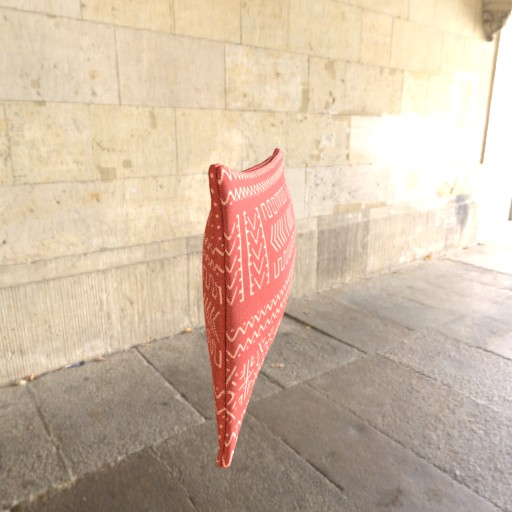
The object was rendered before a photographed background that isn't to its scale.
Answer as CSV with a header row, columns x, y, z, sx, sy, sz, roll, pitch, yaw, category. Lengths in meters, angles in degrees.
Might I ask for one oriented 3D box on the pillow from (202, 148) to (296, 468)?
x,y,z,sx,sy,sz,roll,pitch,yaw,category
0.000,0.000,0.774,0.130,0.352,0.640,2,15,8,pillow
